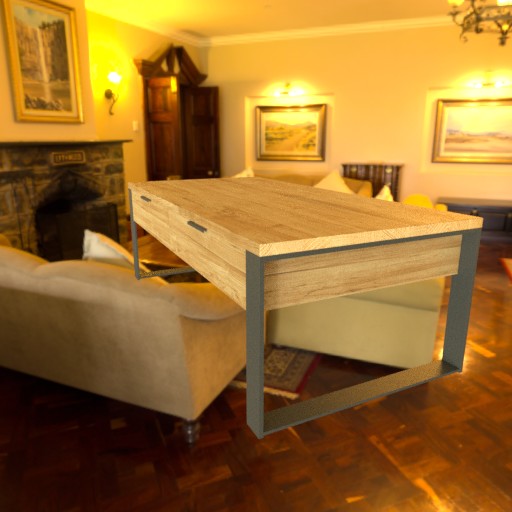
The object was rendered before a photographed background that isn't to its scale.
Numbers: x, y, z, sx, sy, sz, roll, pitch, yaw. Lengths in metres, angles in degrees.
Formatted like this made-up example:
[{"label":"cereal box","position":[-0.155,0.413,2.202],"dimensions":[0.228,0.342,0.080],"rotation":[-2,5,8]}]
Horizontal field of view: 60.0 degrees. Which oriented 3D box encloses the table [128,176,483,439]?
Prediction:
[{"label":"table","position":[0.000,0.000,1.462],"dimensions":[0.590,0.400,1.180],"rotation":[-7,17,-25]}]
